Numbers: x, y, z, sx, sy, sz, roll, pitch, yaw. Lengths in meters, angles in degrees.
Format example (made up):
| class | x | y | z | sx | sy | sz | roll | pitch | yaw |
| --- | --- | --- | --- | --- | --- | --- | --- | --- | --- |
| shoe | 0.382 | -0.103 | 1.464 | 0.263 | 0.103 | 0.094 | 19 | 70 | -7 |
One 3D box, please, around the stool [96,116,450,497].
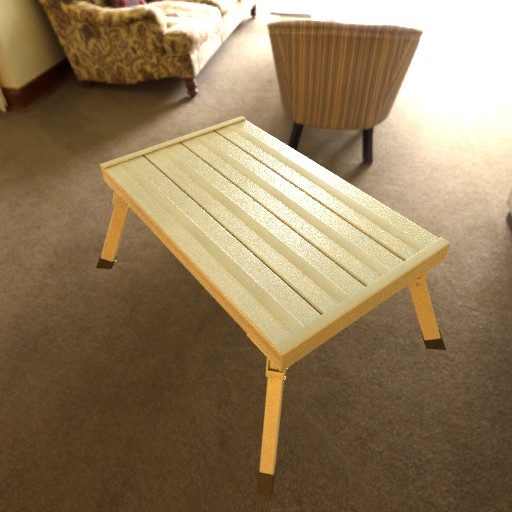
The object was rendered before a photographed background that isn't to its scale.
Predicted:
| class | x | y | z | sx | sy | sz | roll | pitch | yaw |
| --- | --- | --- | --- | --- | --- | --- | --- | --- | --- |
| stool | 0.000 | 0.000 | 0.714 | 0.385 | 0.225 | 0.535 | -28 | 50 | -26 |
